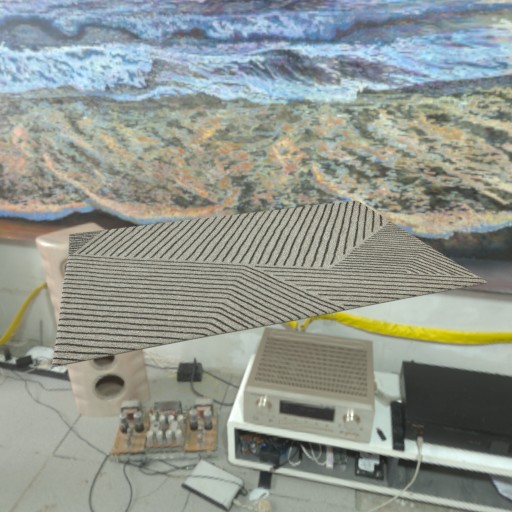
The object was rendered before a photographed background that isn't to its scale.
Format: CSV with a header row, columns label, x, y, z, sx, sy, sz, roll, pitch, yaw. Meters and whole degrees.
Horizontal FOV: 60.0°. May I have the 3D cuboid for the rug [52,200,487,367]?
label,x,y,z,sx,sy,sz,roll,pitch,yaw
rug,0.000,0.000,2.953,2.406,0.023,1.539,-8,28,-16
